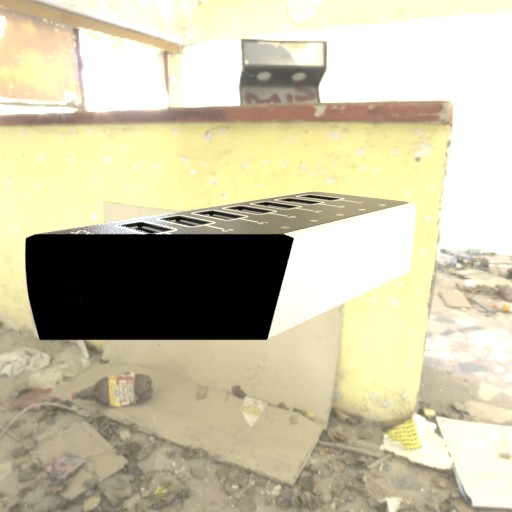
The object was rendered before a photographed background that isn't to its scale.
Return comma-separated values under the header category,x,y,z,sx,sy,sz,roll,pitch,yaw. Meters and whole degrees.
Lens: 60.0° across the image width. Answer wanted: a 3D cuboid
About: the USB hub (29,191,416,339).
category,x,y,z,sx,sy,sz,roll,pitch,yaw
USB hub,0.000,0.000,0.125,0.044,0.023,0.110,15,21,42
